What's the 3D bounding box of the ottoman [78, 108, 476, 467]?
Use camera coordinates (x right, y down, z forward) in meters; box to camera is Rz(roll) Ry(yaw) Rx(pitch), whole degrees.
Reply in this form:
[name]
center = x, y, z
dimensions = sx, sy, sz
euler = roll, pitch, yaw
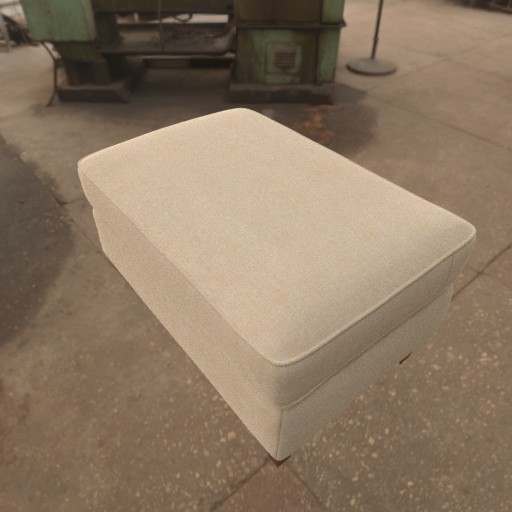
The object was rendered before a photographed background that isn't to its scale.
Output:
[ottoman]
center = 0.000, 0.000, 1.185
dimensions = 0.583, 0.484, 0.862
euler = -27, 48, -28
